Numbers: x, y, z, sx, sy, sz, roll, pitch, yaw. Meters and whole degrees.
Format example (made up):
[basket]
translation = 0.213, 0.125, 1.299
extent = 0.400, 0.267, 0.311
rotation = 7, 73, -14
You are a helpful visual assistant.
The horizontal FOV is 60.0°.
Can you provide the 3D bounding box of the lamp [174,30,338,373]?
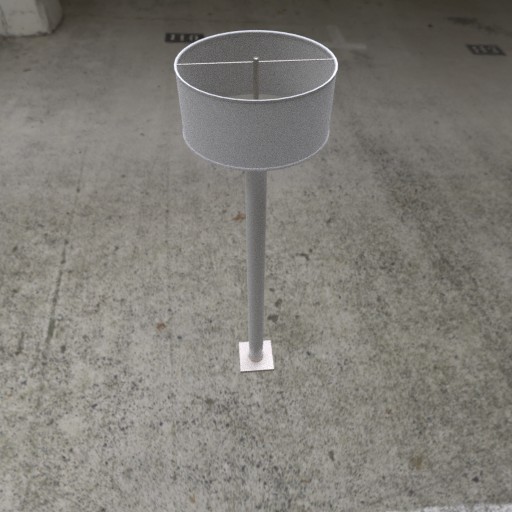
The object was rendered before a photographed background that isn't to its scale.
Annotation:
[lamp]
translation = 0.000, 0.000, 1.667
extent = 0.420, 1.475, 0.420
rotation = -3, 47, -3
